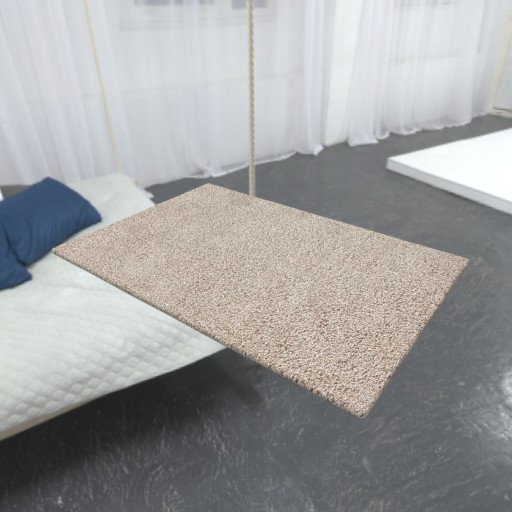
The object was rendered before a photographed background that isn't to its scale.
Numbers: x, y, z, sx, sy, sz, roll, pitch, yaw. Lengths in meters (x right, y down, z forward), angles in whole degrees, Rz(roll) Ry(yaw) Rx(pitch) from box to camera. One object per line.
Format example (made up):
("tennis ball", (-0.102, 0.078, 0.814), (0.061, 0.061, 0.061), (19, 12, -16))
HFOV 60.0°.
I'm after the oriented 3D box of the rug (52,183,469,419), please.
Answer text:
("rug", (0.000, 0.000, 2.276), (1.778, 0.030, 1.219), (21, 36, 32))
